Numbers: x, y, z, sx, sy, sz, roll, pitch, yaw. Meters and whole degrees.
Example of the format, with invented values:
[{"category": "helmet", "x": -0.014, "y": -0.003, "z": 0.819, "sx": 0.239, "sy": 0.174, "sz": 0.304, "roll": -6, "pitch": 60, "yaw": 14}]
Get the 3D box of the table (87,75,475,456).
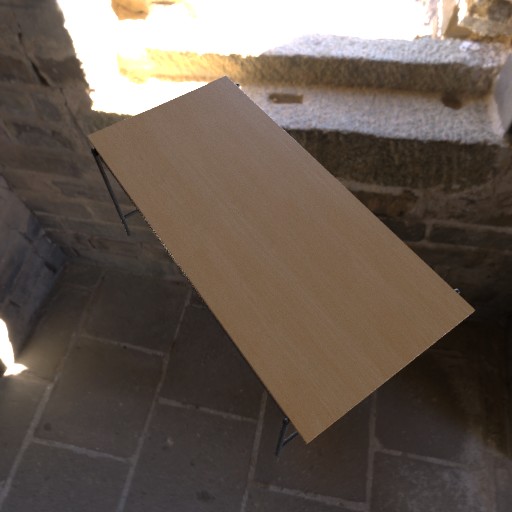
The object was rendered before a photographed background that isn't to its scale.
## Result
[{"category": "table", "x": 0.000, "y": 0.000, "z": 2.335, "sx": 0.900, "sy": 0.758, "sz": 1.800, "roll": -31, "pitch": 63, "yaw": -18}]
